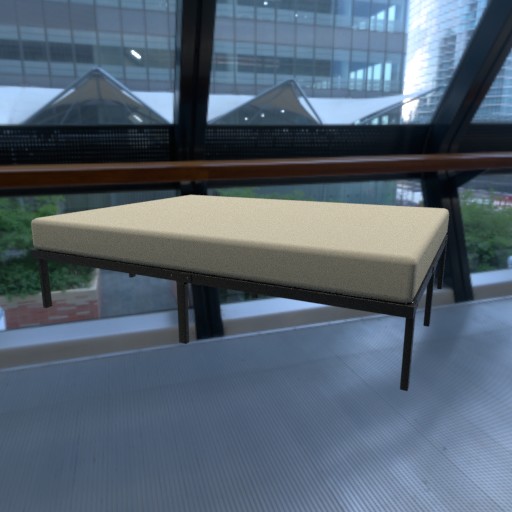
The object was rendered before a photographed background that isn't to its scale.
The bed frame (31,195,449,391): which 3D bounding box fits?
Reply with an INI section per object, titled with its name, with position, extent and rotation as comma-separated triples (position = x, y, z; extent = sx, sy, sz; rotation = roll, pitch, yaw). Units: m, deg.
[bed frame]
position = 0.000, 0.000, 3.487
extent = 2.635, 0.680, 1.990
rotation = 7, 15, 26
